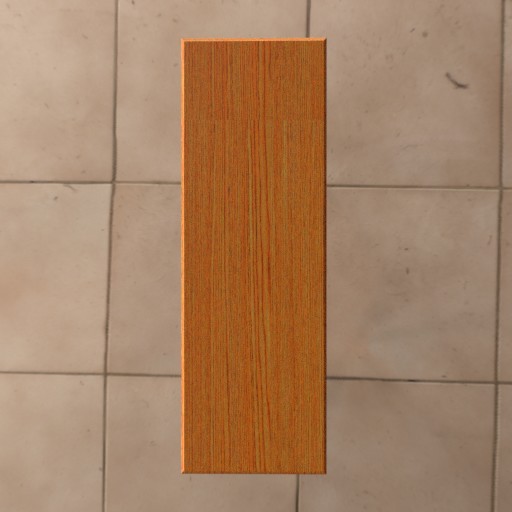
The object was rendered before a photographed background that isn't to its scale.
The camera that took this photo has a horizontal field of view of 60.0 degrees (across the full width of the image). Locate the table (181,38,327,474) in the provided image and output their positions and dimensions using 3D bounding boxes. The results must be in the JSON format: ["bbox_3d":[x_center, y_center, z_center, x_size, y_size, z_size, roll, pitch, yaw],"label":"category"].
[{"bbox_3d":[0.000,0.000,1.122,0.254,0.711,0.762,0,90,1],"label":"table"}]
